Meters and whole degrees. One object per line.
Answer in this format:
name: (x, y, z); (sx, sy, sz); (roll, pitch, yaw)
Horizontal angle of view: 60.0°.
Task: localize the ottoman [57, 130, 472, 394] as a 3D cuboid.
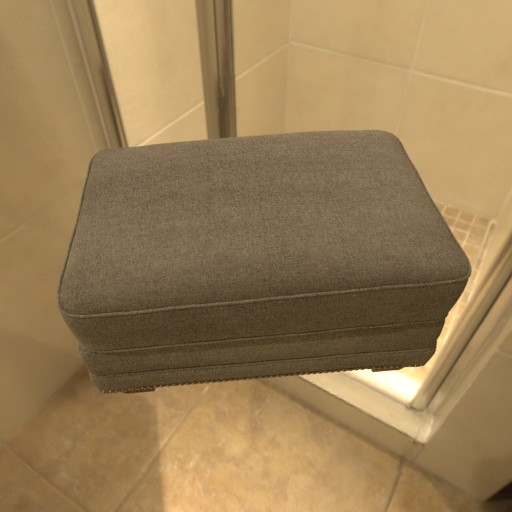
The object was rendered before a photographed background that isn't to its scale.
ottoman: (0.000, 0.000, 1.122); (0.813, 0.457, 0.561); (-4, 46, -4)
